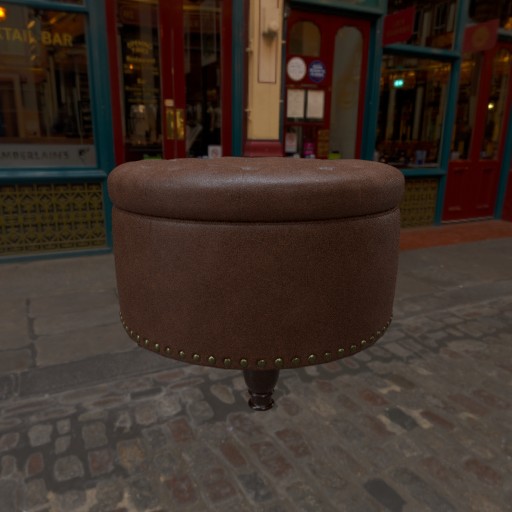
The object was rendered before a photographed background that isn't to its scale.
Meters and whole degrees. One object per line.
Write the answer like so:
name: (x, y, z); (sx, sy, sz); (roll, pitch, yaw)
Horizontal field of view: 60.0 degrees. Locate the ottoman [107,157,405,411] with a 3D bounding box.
ottoman: (0.000, 0.000, 1.043); (0.637, 0.442, 0.637); (0, 14, 0)
